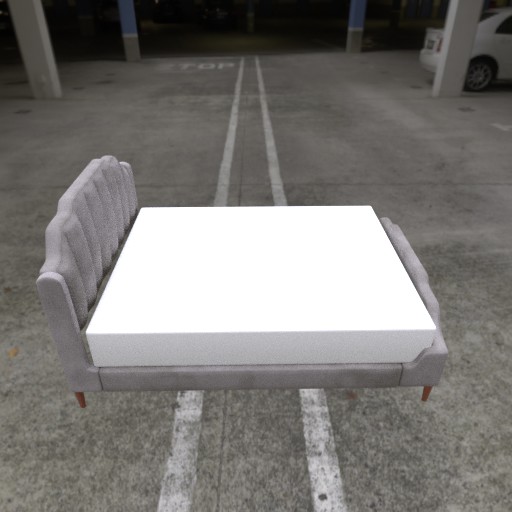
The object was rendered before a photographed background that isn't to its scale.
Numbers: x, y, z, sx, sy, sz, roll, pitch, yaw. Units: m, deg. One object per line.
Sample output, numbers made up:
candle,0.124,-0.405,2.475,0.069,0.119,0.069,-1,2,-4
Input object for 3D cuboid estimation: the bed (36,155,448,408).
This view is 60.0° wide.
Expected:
bed,0.000,0.000,3.227,2.340,1.245,1.676,-1,32,-1
